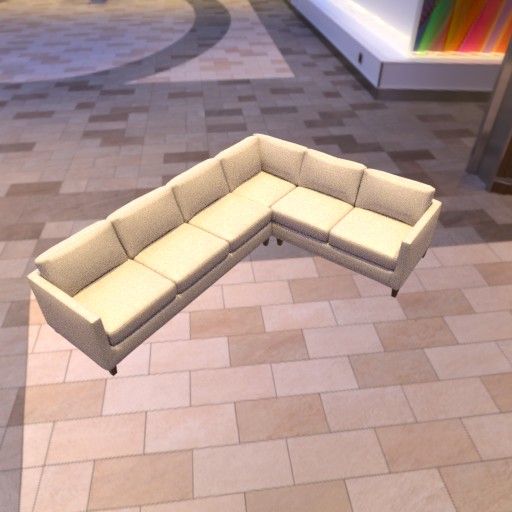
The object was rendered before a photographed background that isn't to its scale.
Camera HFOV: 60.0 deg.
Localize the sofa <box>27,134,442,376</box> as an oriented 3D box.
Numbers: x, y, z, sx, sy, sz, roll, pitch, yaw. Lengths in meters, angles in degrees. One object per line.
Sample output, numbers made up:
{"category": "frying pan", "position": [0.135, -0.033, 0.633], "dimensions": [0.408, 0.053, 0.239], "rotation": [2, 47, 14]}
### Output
{"category": "sofa", "position": [0.000, 0.000, 4.381], "dimensions": [2.522, 0.934, 3.333], "rotation": [25, 46, 27]}
